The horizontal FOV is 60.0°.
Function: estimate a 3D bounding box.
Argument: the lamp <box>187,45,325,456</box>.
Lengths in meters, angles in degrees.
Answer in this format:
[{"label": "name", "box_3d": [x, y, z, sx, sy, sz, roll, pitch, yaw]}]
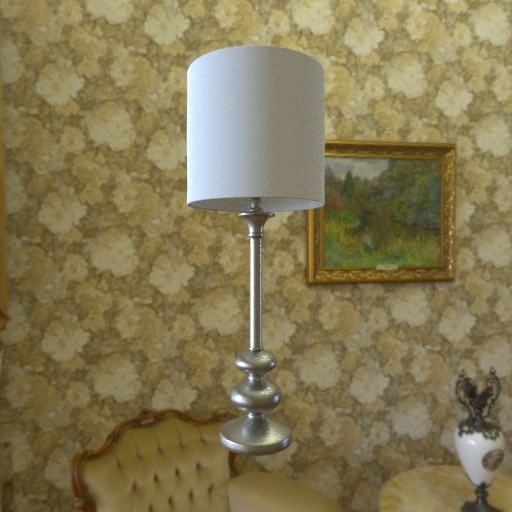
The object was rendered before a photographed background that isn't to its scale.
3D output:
[{"label": "lamp", "box_3d": [0.000, 0.000, 0.827, 0.254, 0.690, 0.254, 0, 0, 35]}]
